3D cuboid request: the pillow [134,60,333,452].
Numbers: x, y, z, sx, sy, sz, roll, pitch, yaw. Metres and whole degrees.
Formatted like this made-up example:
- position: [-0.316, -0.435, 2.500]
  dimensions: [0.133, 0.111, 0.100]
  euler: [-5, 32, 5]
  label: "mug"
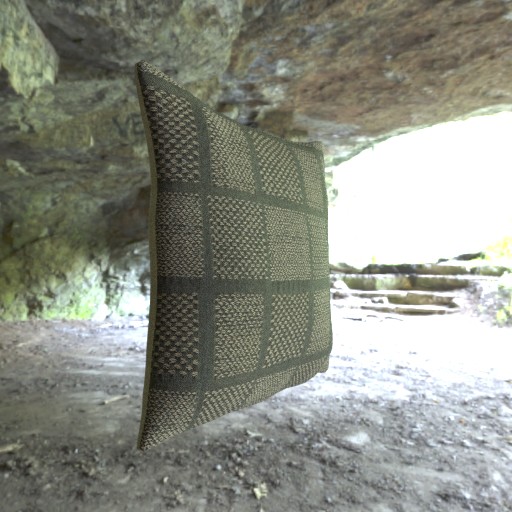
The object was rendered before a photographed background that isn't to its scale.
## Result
- position: [0.000, 0.000, 0.657]
  dimensions: [0.138, 0.432, 0.435]
  euler: [0, -1, 36]
  label: "pillow"
